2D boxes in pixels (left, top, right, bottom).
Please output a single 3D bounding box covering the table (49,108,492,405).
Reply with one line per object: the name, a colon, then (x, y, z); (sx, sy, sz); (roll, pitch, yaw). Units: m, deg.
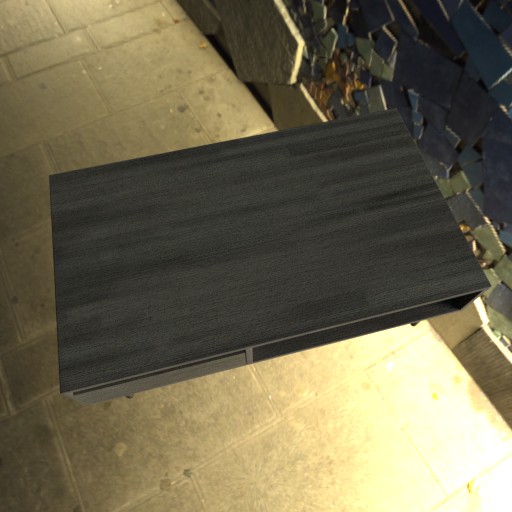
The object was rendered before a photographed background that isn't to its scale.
table: (0.000, 0.000, 1.369); (1.088, 0.347, 0.643); (-13, 64, -6)
